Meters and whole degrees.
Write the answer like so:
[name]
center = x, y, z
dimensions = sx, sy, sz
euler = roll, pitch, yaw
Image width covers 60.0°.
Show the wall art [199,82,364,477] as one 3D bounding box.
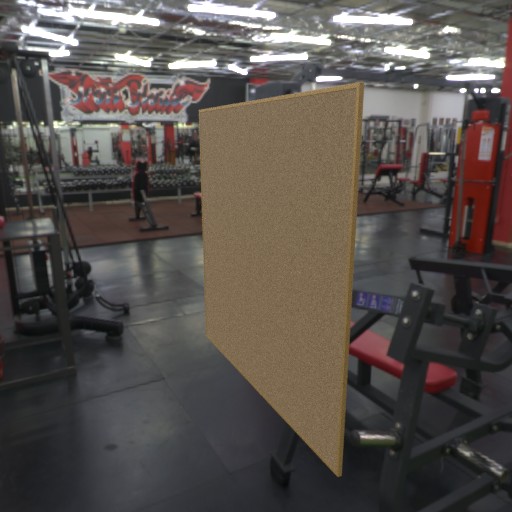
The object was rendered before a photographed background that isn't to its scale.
[wall art]
center = 0.000, 0.000, 1.444
dimensions = 0.013, 0.959, 0.962
euler = -7, 16, -26
